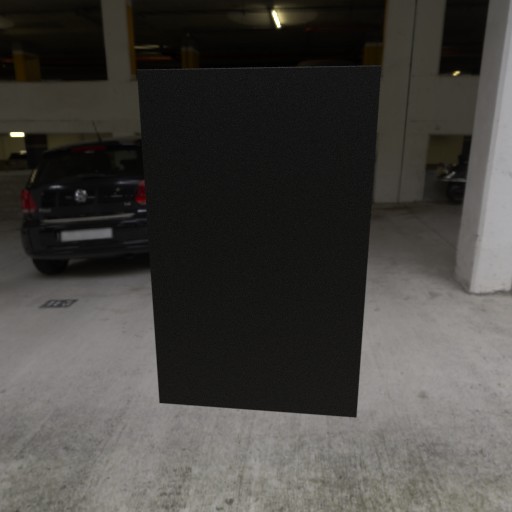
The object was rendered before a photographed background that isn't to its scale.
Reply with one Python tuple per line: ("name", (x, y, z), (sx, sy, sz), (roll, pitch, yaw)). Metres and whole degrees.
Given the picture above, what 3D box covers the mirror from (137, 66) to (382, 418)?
("mirror", (0.000, 0.000, 1.554), (0.762, 1.219, 0.038), (2, 16, 7))
